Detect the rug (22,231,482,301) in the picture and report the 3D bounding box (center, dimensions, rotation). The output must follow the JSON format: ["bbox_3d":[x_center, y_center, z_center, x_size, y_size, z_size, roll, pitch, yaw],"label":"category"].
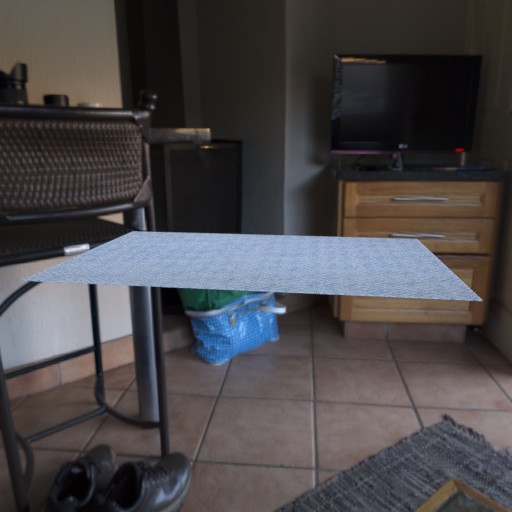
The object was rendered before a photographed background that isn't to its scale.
[{"bbox_3d":[0.000,0.000,3.057,2.441,0.008,1.526,2,14,8],"label":"rug"}]
